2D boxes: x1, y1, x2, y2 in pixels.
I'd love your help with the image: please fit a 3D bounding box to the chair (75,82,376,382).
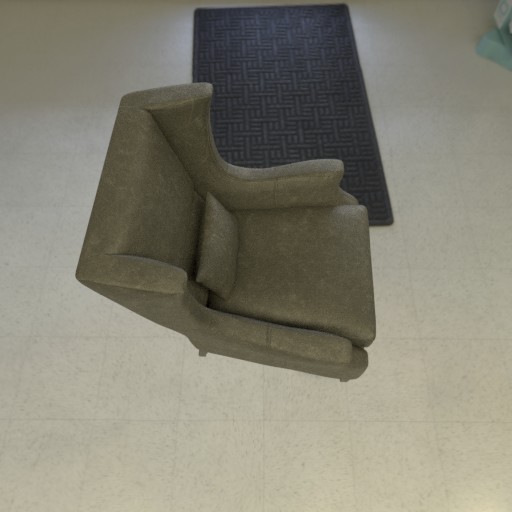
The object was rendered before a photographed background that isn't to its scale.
[{"bbox_3d":[0.000,0.000,1.723,0.926,1.016,0.853,3,63,1],"label":"chair"}]
